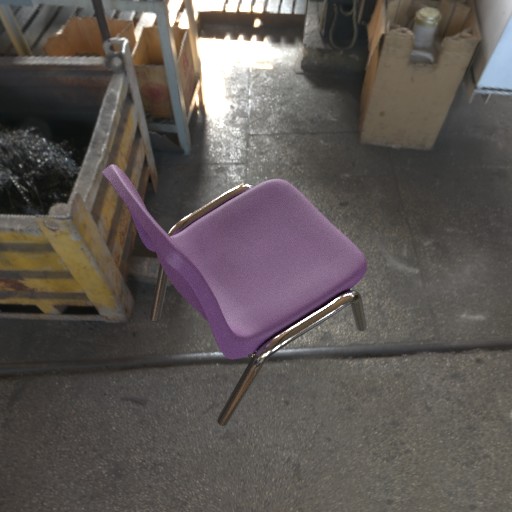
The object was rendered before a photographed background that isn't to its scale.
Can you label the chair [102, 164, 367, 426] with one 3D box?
[{"bbox_3d":[0.000,0.000,0.852,0.419,0.584,0.356,-31,62,-19],"label":"chair"}]
